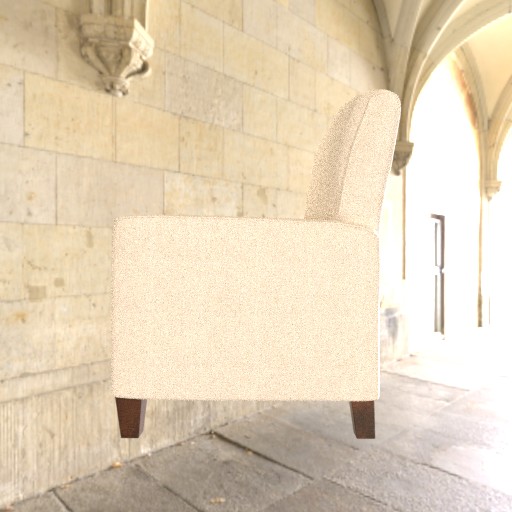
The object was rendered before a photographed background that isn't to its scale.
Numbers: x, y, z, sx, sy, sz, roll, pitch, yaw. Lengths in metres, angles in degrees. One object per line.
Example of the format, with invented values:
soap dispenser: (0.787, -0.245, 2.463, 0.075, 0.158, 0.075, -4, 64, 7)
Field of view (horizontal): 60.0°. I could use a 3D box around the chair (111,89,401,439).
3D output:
chair: (0.000, 0.000, 1.621, 0.858, 1.028, 0.841, 0, 0, 0)
